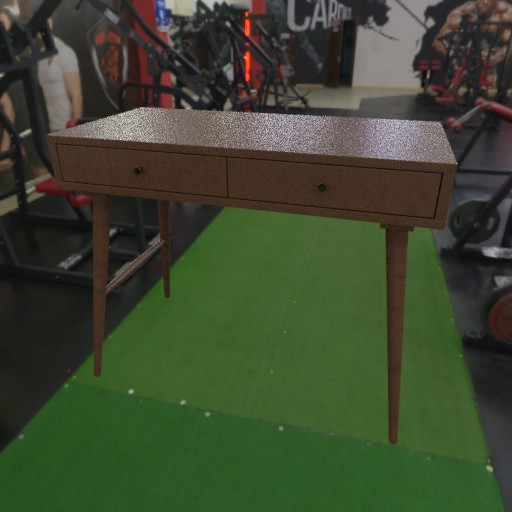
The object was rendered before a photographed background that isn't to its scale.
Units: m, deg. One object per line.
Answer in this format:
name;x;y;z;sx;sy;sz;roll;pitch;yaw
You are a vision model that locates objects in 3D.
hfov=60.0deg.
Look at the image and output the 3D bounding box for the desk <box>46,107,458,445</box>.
desk;0.000;0.000;1.344;0.949;0.758;0.510;8;28;15
